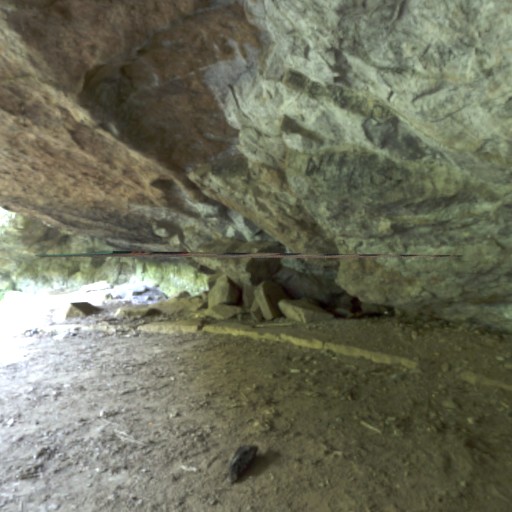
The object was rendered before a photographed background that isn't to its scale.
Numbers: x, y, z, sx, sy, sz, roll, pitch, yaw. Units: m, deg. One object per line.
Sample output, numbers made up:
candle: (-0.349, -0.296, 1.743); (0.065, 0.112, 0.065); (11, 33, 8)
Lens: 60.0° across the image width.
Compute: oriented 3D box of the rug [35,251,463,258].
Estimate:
rug: (0.000, 0.000, 2.974); (2.447, 0.011, 1.520); (0, -1, -36)
